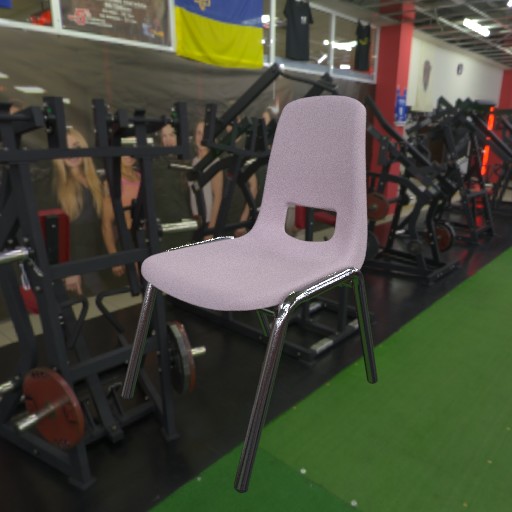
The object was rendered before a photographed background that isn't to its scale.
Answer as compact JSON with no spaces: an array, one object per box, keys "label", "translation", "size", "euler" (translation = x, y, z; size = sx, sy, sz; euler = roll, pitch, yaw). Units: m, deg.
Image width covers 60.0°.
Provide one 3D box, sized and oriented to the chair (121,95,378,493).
[{"label":"chair","translation":[0.000,0.000,0.836],"size":[0.354,0.586,0.423],"euler":[15,22,42]}]
